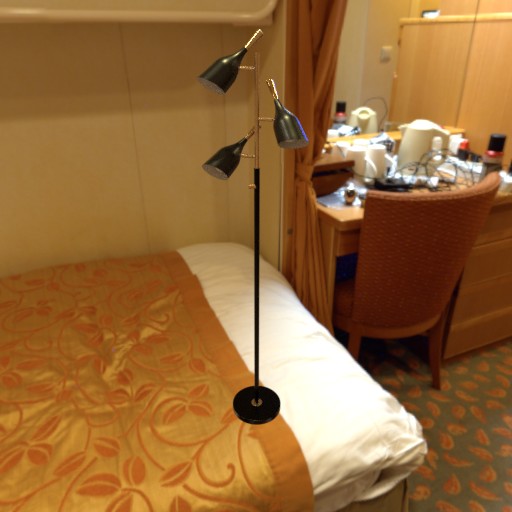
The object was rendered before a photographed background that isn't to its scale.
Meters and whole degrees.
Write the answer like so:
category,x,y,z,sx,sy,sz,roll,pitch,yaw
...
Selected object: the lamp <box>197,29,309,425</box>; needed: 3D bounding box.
category,x,y,z,sx,sy,sz,roll,pitch,yaw
lamp,0.000,0.000,1.951,0.434,1.778,0.253,9,28,17
